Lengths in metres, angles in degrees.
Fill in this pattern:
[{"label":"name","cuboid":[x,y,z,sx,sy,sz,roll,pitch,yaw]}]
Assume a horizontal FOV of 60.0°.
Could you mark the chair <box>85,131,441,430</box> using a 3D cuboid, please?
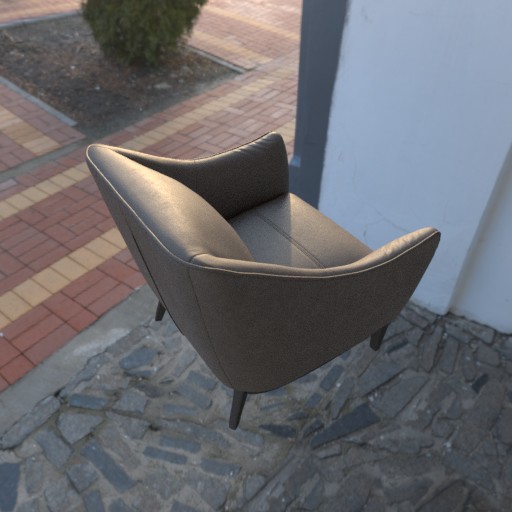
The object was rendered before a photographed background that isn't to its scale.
[{"label":"chair","cuboid":[0.000,0.000,1.565,0.852,0.830,0.871,-25,47,-26]}]
